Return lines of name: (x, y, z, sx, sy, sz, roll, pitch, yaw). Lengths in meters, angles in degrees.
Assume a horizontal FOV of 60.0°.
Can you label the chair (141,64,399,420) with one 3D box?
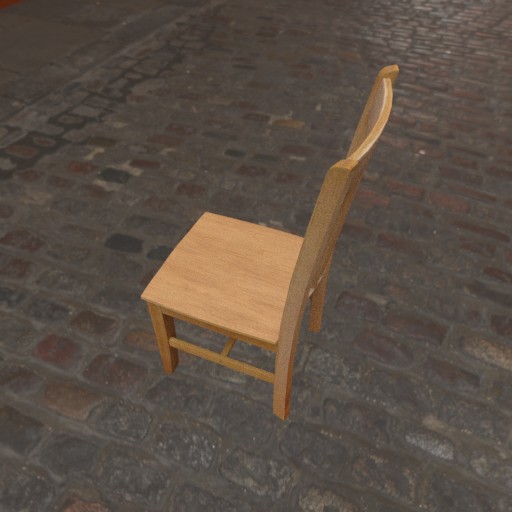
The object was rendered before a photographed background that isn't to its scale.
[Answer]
chair: (0.000, 0.000, 1.274, 0.556, 0.998, 0.450, 16, 47, 16)
